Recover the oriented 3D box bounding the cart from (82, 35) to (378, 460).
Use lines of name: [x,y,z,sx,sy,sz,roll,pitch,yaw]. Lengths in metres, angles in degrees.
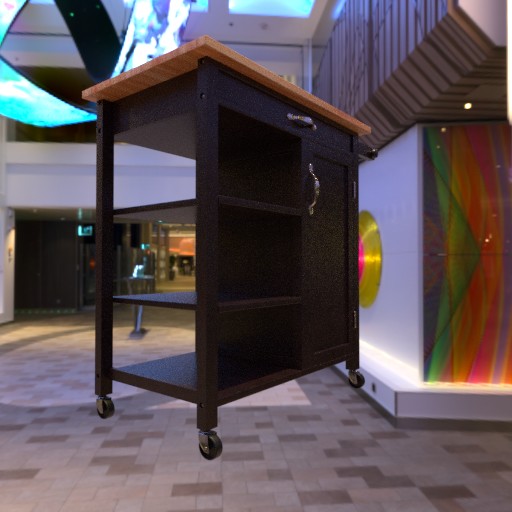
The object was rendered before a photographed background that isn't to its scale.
cart: [0.000,0.000,1.393,0.472,0.878,0.914,-1,-1,39]
